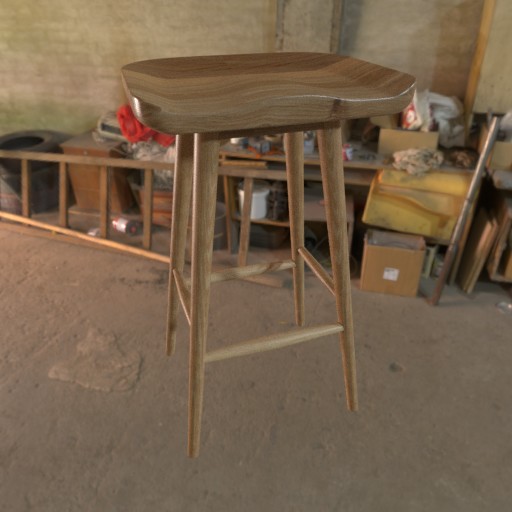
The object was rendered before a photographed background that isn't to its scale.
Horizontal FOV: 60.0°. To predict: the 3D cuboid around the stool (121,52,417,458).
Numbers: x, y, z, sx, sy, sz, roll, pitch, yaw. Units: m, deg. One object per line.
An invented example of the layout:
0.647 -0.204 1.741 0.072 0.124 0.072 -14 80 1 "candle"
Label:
0.000 0.000 0.884 0.407 0.698 0.322 -10 33 -15 "stool"
